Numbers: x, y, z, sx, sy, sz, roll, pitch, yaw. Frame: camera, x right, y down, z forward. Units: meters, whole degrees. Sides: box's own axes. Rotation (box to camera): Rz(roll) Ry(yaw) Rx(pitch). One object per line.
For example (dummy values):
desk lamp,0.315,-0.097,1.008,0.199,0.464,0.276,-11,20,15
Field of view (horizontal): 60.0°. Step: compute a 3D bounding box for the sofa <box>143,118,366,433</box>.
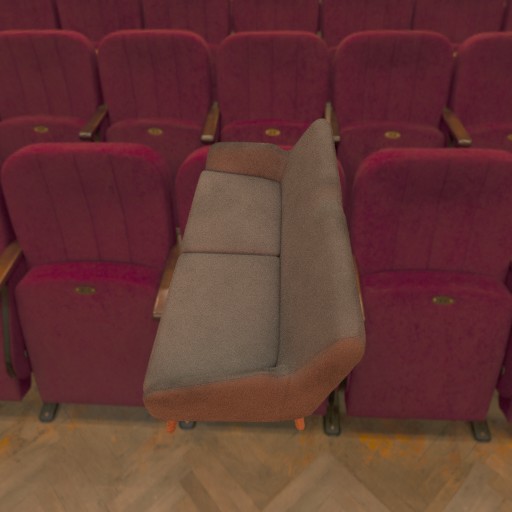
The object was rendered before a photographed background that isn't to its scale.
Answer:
sofa,0.000,0.000,2.359,0.850,0.810,1.870,2,42,2
